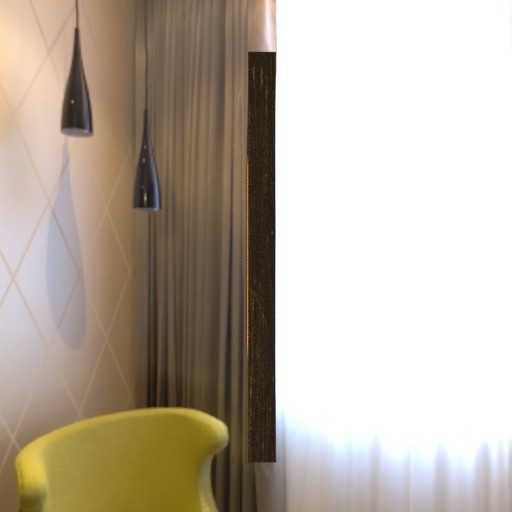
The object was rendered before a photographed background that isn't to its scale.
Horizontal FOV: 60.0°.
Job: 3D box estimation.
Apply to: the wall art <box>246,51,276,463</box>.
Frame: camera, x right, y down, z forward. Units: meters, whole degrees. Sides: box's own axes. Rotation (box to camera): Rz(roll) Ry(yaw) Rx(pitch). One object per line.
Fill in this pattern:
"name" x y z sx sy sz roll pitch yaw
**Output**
"wall art" 0.000 0.000 0.772 0.032 0.457 0.558 0 0 -1
